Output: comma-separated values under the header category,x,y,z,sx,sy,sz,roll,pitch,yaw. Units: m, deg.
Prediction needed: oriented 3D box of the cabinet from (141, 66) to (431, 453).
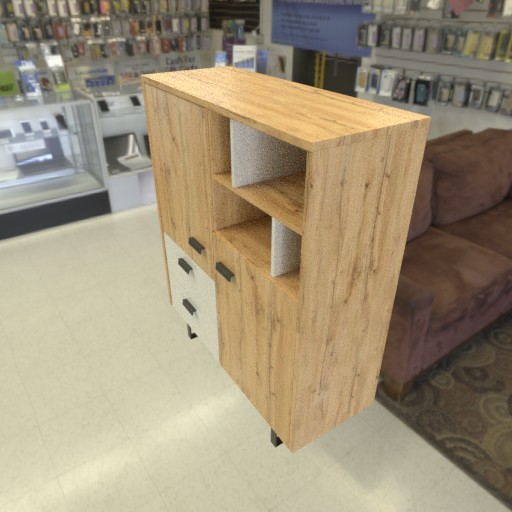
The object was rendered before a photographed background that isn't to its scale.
category,x,y,z,sx,sy,sz,roll,pitch,yaw
cabinet,0.000,0.000,1.977,0.473,1.397,1.168,-19,36,-28
